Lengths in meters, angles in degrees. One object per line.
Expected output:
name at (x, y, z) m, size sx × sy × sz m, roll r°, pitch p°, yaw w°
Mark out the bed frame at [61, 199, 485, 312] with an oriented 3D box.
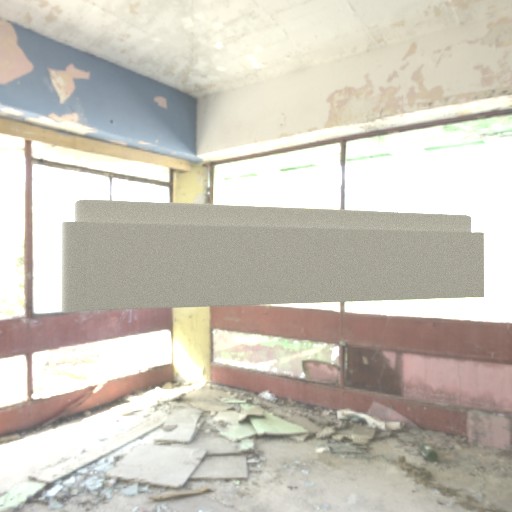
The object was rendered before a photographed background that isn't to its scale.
bed frame at (0.000, 0.000, 2.502) m, size 1.900 × 0.406 × 1.400 m, roll 0°, pitch -1°, yaw -18°
